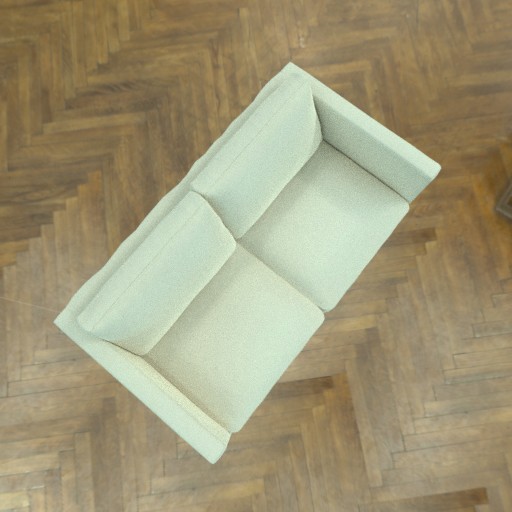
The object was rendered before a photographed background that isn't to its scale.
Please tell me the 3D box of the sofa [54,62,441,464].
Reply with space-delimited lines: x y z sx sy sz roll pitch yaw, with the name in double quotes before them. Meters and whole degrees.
"sofa" 0.000 0.000 2.323 0.962 0.834 1.746 38 79 8
